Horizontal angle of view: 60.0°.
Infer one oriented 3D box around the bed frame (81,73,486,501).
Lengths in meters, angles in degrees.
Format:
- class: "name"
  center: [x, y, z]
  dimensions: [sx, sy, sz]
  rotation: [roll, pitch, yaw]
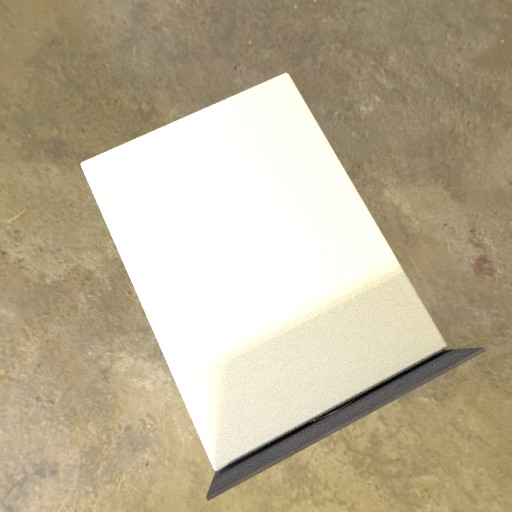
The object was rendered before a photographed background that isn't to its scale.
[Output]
- class: "bed frame"
  center: [0.000, 0.000, 2.534]
  dimensions: [1.400, 0.800, 1.900]
  rotation: [-26, 78, -6]
